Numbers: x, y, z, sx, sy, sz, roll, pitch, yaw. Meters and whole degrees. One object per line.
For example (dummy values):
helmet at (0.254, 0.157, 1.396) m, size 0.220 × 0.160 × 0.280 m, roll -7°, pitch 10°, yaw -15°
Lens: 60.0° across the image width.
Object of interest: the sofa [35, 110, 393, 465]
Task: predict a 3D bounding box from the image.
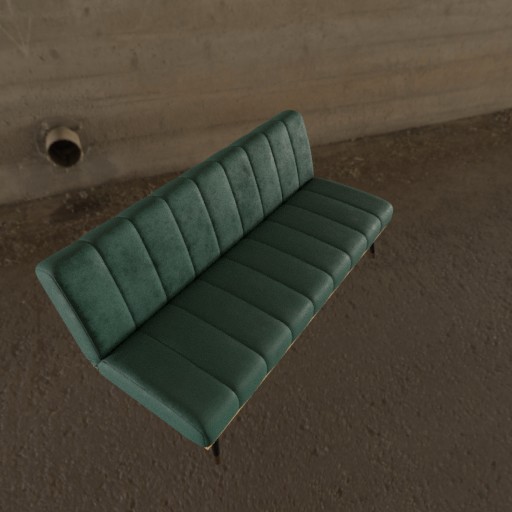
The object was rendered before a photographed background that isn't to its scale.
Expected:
sofa at (0.000, 0.000, 2.318) m, size 0.830 × 0.820 × 1.810 m, roll 25°, pitch 47°, yaw 26°
